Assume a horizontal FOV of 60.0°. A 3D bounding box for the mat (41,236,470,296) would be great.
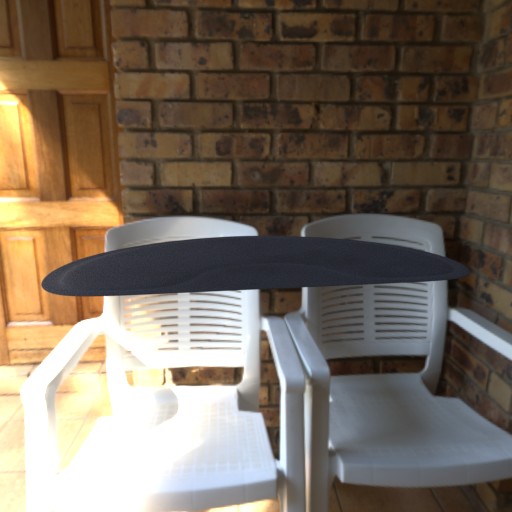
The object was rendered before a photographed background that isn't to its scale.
[{"bbox_3d":[0.000,0.000,1.829,1.524,0.013,0.913,-2,13,-8],"label":"mat"}]
